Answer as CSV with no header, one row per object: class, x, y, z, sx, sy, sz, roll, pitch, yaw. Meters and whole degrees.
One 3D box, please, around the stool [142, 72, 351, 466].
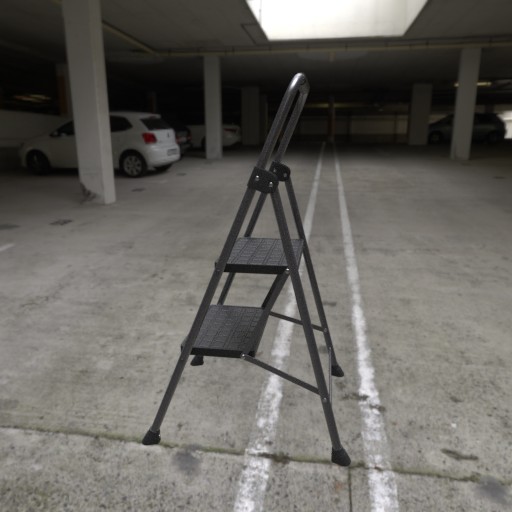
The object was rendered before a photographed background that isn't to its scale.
stool,0.000,0.000,1.167,0.514,0.872,0.450,2,14,9
